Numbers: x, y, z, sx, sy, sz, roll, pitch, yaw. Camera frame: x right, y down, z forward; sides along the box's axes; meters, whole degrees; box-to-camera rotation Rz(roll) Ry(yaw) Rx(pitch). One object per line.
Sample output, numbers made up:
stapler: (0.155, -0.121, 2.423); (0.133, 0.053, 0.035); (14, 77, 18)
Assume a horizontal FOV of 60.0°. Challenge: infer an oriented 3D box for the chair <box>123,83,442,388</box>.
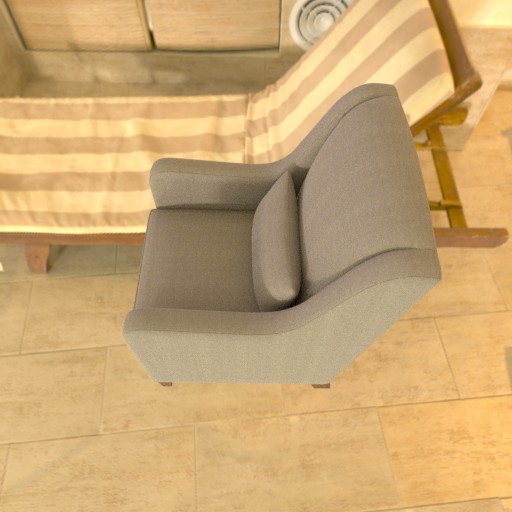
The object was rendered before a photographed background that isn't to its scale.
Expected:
chair: (0.000, 0.000, 1.619); (0.890, 1.017, 0.715); (0, 58, 0)
